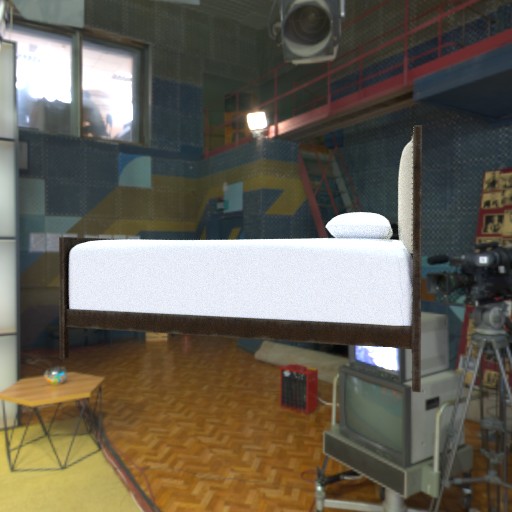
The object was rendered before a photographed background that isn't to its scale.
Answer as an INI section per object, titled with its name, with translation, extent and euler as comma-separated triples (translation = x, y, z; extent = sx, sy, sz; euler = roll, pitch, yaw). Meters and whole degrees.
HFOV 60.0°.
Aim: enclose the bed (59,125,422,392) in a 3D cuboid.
[bed]
translation = 0.000, 0.000, 3.279
extent = 2.221, 1.313, 1.607
euler = 0, 1, 18
